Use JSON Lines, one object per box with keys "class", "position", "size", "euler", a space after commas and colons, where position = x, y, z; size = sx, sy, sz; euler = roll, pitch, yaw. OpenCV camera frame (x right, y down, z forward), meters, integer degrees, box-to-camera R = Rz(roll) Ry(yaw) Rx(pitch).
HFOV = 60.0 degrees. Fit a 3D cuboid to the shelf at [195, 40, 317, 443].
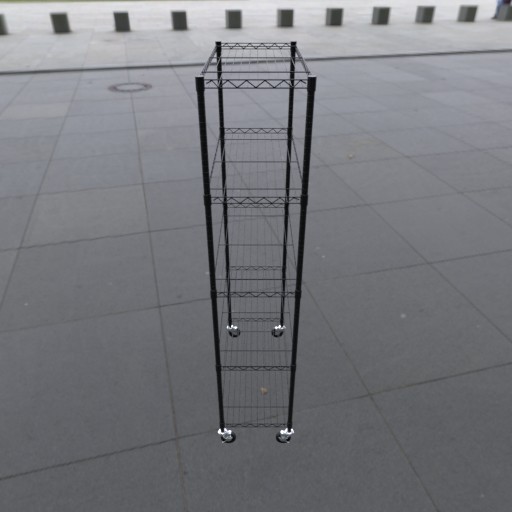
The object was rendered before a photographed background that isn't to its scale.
{"class": "shelf", "position": [0.000, 0.000, 1.970], "size": [0.356, 1.645, 0.762], "euler": [0, 33, 0]}
